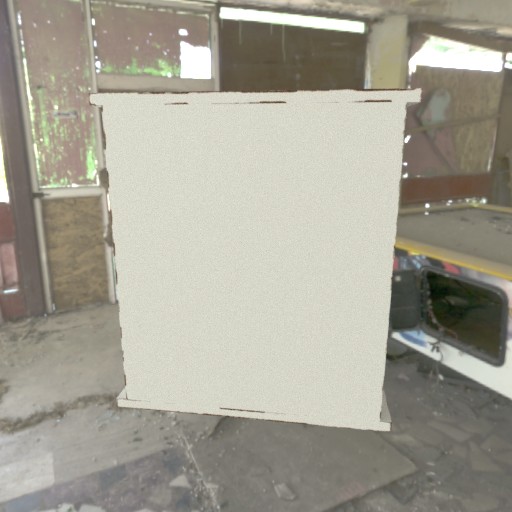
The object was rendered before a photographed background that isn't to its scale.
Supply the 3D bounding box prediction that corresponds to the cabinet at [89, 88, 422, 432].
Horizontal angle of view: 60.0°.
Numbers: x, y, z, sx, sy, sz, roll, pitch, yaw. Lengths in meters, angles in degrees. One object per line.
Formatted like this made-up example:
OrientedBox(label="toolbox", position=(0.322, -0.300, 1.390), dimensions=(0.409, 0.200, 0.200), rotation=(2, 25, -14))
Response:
OrientedBox(label="cabinet", position=(0.000, 0.000, 0.887), dimensions=(0.541, 0.603, 0.210), rotation=(2, 15, 8))
